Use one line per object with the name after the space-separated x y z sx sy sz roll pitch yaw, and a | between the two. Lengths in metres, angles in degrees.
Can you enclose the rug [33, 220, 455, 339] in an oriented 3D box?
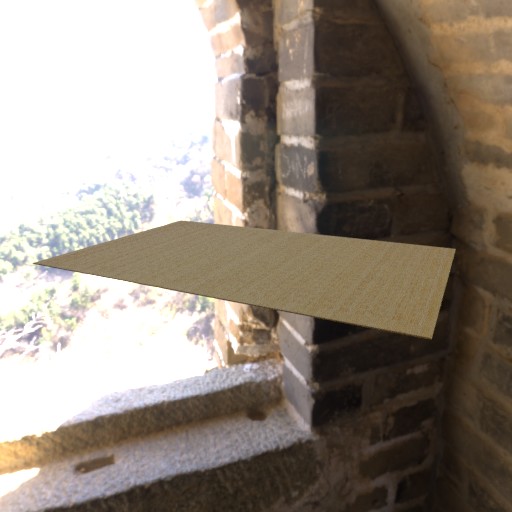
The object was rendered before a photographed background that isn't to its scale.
0.000 0.000 2.868 2.286 0.006 1.524 8 17 26 | rug
